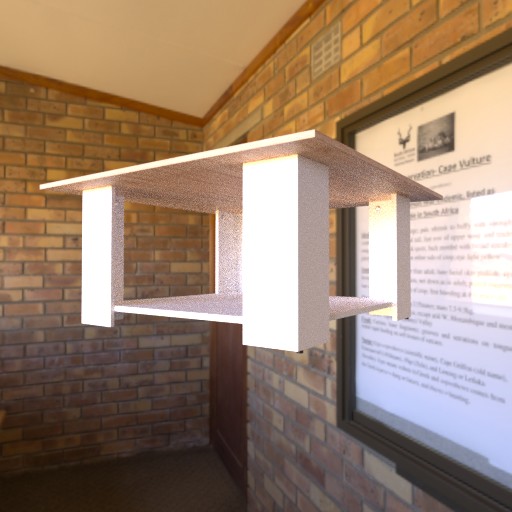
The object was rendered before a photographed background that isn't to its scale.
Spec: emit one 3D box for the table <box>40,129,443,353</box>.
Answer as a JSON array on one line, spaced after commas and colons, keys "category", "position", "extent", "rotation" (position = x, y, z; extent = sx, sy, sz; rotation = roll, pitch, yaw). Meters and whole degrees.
[{"category": "table", "position": [0.000, 0.000, 1.030], "extent": [0.670, 0.305, 0.670], "rotation": [-1, -1, 36]}]
